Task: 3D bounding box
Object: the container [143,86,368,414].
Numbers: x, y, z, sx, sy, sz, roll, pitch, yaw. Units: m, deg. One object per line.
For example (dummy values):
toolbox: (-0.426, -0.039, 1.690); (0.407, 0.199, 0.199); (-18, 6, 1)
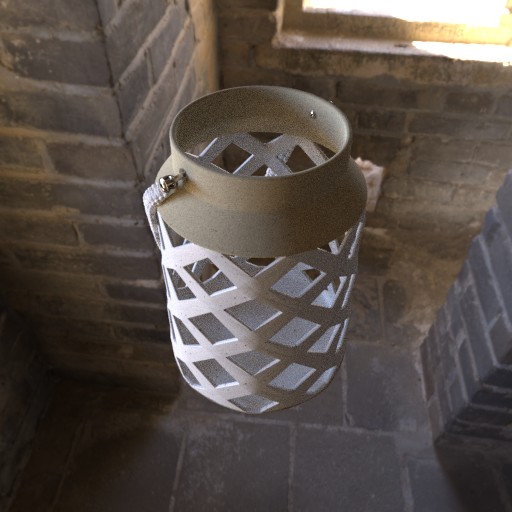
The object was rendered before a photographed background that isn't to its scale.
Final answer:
container: (0.000, 0.000, 0.402); (0.188, 0.264, 0.198); (-32, 54, -28)
